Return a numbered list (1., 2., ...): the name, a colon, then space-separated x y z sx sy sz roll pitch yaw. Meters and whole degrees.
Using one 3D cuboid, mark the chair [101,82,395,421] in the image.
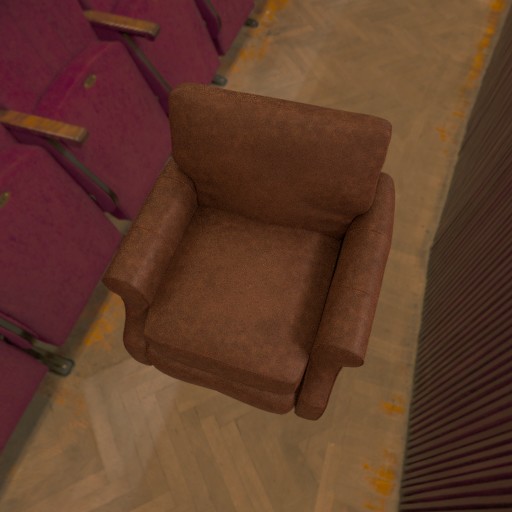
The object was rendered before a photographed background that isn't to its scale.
1. chair: 0.000 0.000 1.793 0.996 0.976 1.002 16 60 9
